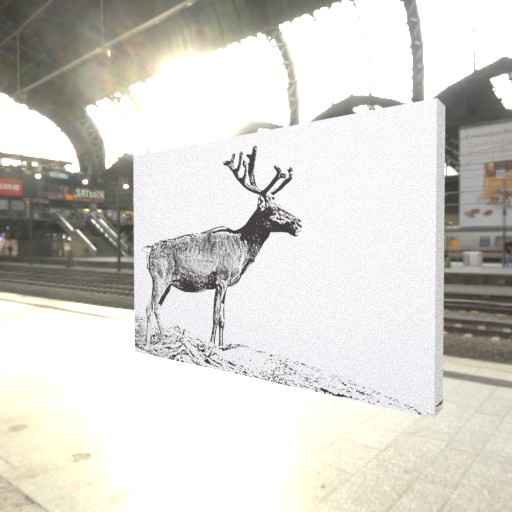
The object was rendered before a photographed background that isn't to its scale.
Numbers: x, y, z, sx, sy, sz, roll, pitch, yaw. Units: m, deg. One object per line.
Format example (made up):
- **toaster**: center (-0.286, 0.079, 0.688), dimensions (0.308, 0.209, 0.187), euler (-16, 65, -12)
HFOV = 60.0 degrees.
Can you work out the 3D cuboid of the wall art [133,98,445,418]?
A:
- **wall art**: center (0.000, 0.000, 0.770), dimensions (0.608, 0.414, 0.042), euler (1, 1, 36)
